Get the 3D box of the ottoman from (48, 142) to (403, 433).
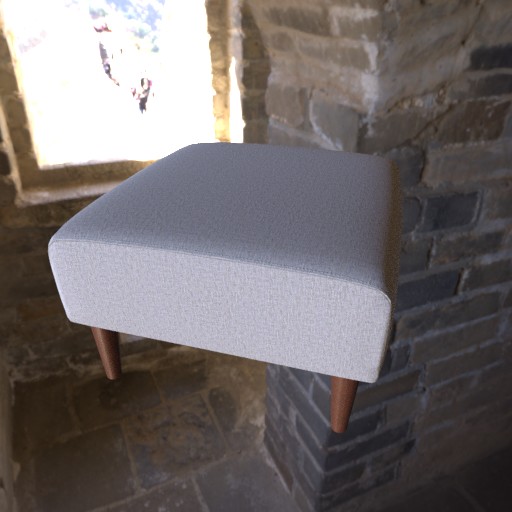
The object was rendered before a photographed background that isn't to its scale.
[{"bbox_3d":[0.000,0.000,1.075,0.648,0.399,0.655,8,31,14],"label":"ottoman"}]
